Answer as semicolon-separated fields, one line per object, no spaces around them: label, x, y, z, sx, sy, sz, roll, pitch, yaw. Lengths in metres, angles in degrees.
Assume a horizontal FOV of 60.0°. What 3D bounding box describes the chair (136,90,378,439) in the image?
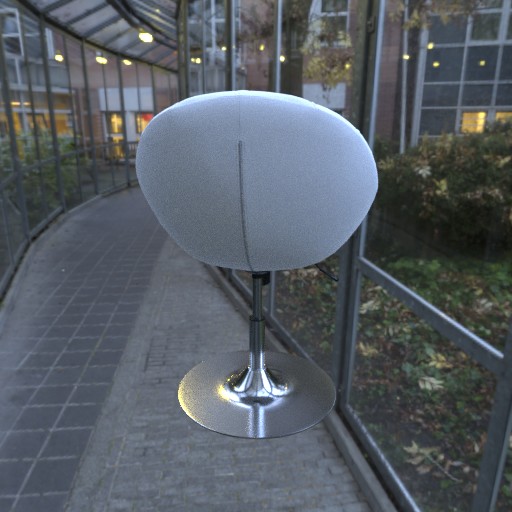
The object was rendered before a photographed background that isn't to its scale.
chair;0.000;0.000;1.856;0.940;1.261;0.736;2;17;8
